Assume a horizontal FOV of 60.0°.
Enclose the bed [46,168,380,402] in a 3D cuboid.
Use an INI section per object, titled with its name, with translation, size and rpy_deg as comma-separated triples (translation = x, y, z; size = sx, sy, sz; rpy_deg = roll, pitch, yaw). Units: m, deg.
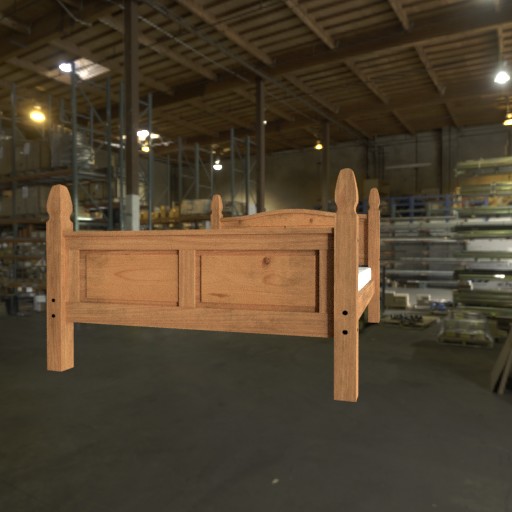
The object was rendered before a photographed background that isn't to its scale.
[bed]
translation = 0.000, 0.000, 2.920
size = 1.490, 1.100, 2.069
rpy_deg = 0, 1, 18
